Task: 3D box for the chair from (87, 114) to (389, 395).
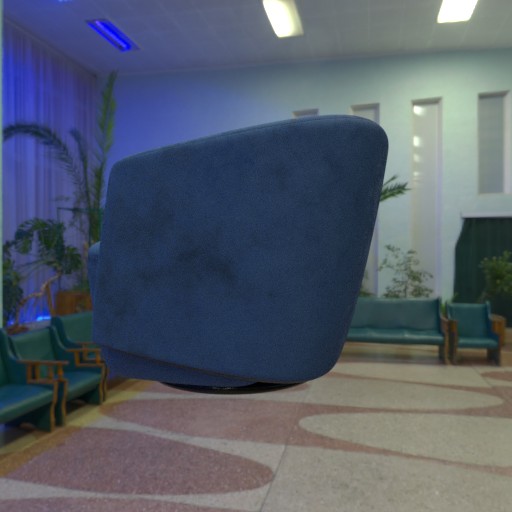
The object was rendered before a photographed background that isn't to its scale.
[{"bbox_3d":[0.000,0.000,1.339,0.767,0.698,0.773,0,0,17],"label":"chair"}]
